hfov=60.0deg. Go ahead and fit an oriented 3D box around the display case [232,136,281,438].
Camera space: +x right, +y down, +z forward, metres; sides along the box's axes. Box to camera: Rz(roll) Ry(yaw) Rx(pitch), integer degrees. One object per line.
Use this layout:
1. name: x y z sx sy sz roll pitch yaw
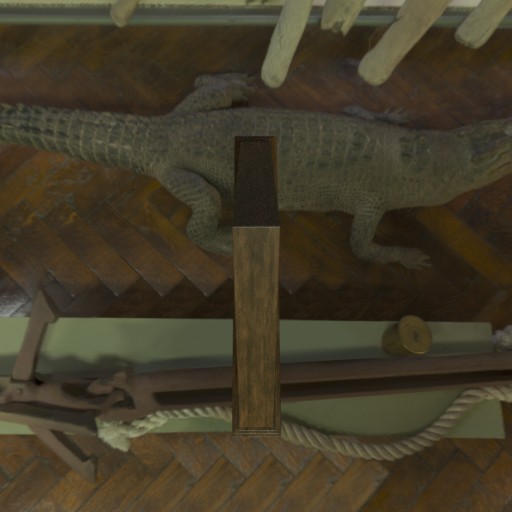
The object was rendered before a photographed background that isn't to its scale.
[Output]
1. display case: 0.000 0.000 0.770 0.095 0.340 0.640 0 76 0
